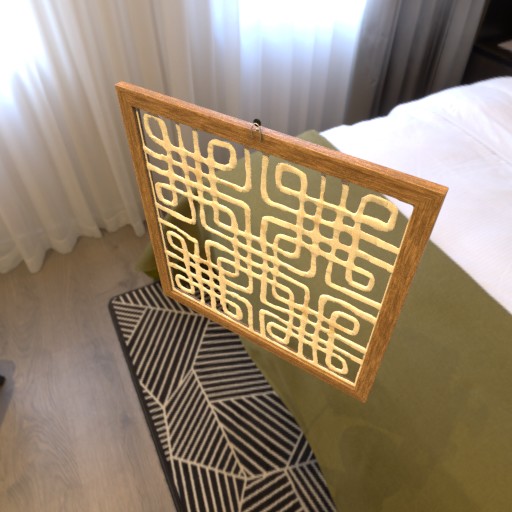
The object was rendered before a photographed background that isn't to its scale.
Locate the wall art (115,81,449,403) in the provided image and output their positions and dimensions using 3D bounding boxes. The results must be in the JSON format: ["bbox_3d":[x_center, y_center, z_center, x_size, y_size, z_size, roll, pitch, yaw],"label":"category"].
[{"bbox_3d":[0.000,0.000,0.847,0.561,0.582,0.021,25,51,22],"label":"wall art"}]
